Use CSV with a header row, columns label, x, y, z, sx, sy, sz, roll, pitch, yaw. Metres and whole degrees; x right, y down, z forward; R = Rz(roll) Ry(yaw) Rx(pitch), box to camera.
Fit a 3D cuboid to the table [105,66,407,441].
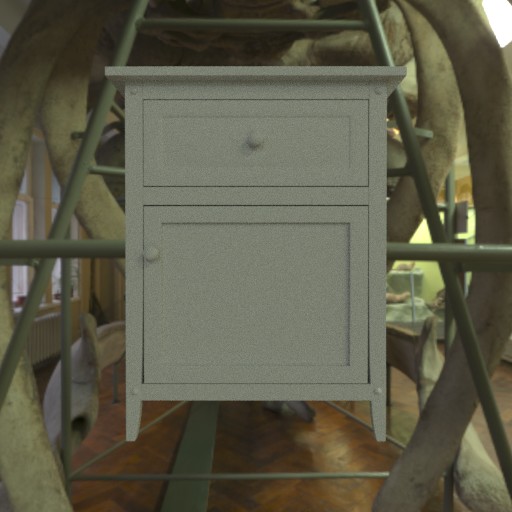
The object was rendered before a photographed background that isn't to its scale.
label,x,y,z,sx,sy,sz,roll,pitch,yaw
table,0.000,0.000,0.751,0.381,0.483,0.381,0,1,0
